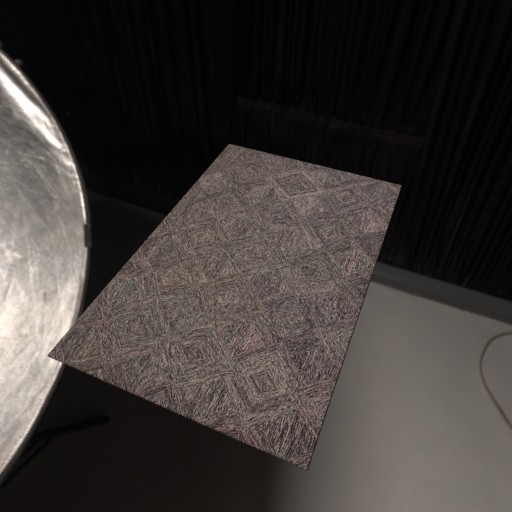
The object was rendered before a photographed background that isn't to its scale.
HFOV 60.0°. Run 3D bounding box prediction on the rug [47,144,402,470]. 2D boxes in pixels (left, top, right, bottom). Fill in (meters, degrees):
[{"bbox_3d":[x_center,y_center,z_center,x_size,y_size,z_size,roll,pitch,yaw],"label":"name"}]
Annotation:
[{"bbox_3d":[0.000,0.000,2.951,1.501,0.017,2.298,17,49,16],"label":"rug"}]
